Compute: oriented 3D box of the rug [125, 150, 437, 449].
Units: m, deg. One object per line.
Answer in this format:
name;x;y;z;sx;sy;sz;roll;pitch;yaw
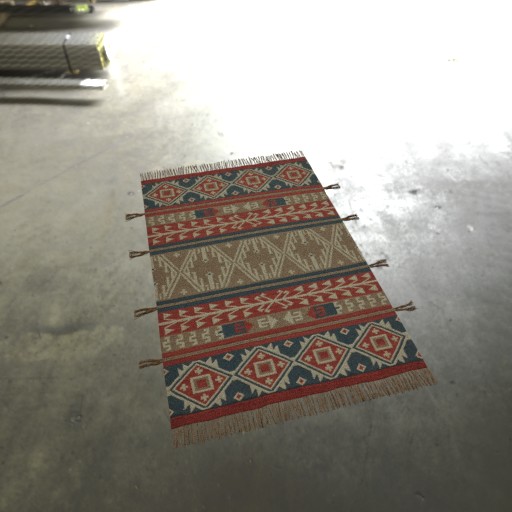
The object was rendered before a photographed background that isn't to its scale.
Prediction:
rug;0.000;0.000;3.174;1.778;0.048;2.450;-10;47;-10
